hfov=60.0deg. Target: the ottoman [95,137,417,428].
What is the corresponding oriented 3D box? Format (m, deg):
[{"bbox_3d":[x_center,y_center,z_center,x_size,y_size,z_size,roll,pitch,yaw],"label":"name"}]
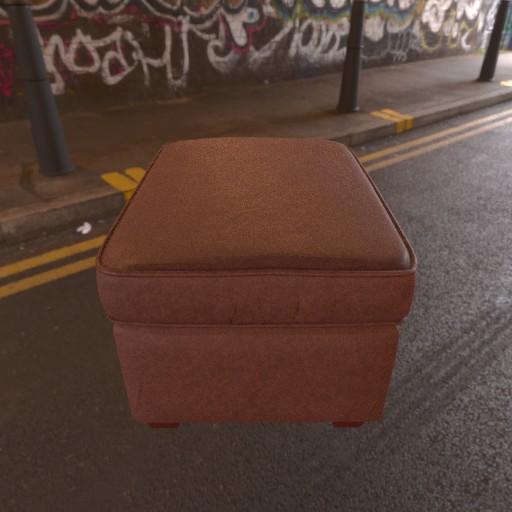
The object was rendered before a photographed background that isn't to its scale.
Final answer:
[{"bbox_3d":[0.000,0.000,1.102,0.548,0.449,0.749,0,31,0],"label":"ottoman"}]
